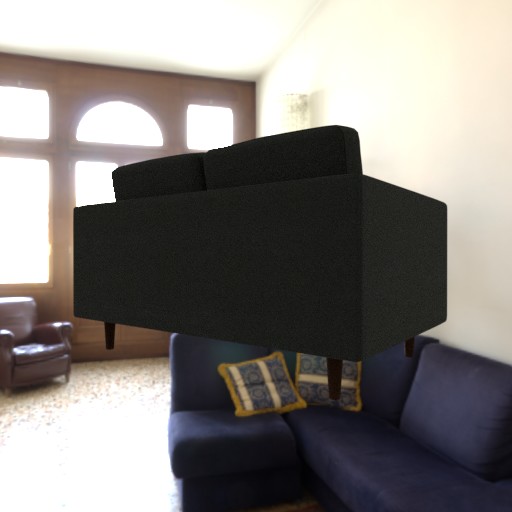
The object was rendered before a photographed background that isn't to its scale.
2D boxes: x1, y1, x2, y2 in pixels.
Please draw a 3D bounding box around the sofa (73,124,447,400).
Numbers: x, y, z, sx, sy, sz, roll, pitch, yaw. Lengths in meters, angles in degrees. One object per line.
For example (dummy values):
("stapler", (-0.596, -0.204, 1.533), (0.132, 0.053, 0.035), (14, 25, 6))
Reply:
("sofa", (0.000, 0.000, 2.126), (1.518, 0.930, 0.999), (0, 0, 37))
